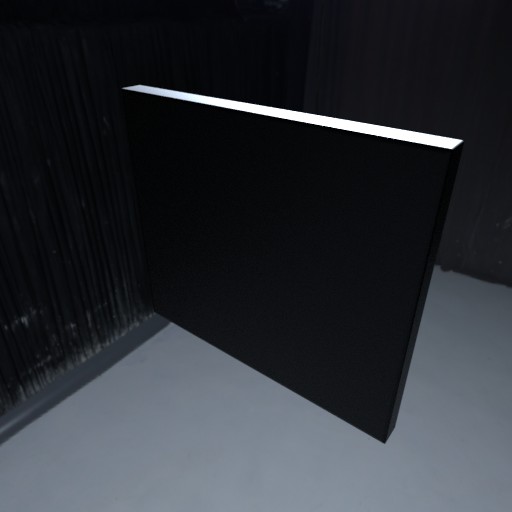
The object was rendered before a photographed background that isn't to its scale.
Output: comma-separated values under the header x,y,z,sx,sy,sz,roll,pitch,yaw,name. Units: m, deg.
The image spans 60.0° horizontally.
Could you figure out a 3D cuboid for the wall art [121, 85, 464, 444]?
x,y,z,sx,sy,sz,roll,pitch,yaw,name
0.000,0.000,0.512,0.380,0.330,0.028,22,37,32,wall art
